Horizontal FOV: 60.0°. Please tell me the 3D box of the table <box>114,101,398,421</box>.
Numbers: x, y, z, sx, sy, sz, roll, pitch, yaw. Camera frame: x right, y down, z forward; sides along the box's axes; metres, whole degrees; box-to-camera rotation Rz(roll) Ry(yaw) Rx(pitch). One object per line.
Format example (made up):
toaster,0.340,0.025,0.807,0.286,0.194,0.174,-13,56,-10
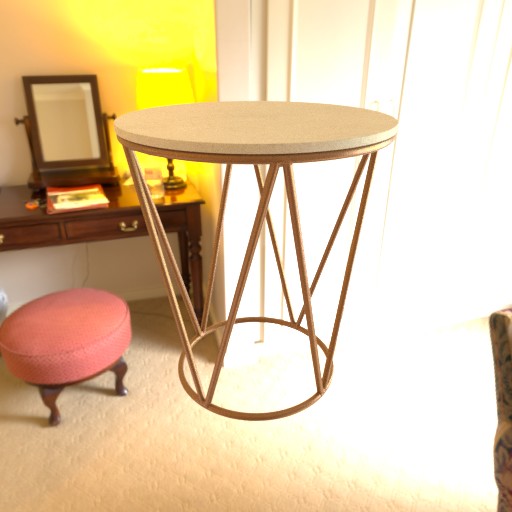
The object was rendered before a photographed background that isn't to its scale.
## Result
table,0.000,0.000,0.929,0.500,0.564,0.500,0,25,0
